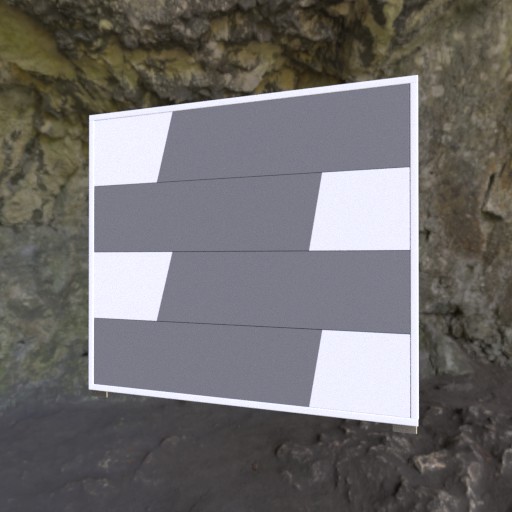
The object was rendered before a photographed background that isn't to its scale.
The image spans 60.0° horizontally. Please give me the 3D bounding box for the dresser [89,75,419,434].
[{"bbox_3d":[0.000,0.000,1.618,1.100,1.000,0.460,0,0,18],"label":"dresser"}]
